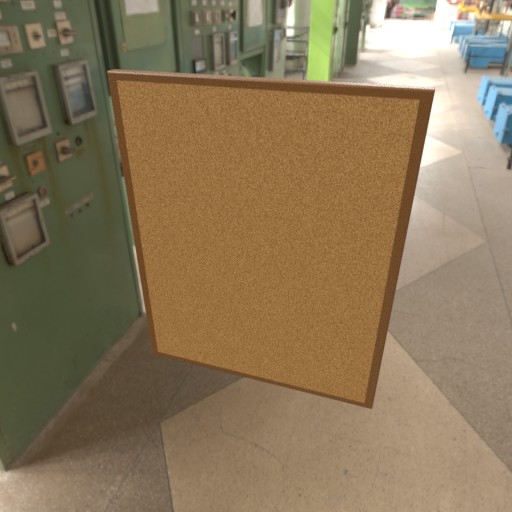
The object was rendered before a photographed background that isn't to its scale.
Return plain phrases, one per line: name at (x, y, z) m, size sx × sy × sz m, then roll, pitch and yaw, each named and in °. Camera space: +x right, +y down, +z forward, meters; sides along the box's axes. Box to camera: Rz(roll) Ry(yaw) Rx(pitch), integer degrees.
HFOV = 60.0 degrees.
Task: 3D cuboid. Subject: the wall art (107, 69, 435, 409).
wall art at (0.000, 0.000, 0.729) m, size 0.449 × 0.550 × 0.021 m, roll 10°, pitch 32°, yaw 16°
